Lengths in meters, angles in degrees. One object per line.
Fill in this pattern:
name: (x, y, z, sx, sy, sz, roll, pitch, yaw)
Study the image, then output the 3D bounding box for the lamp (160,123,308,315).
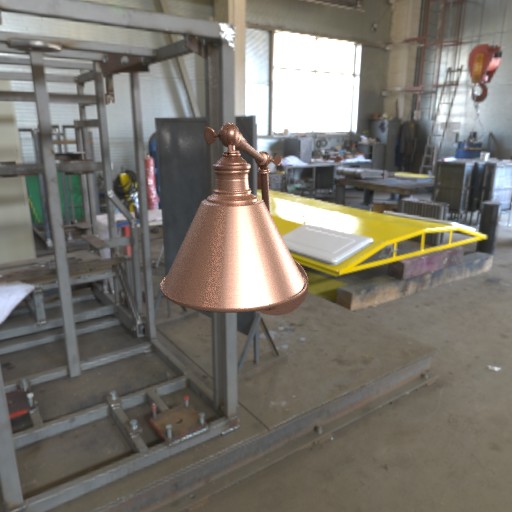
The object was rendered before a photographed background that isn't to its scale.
lamp: (0.000, 0.000, 0.879, 0.223, 0.502, 0.624, 3, 16, 9)
